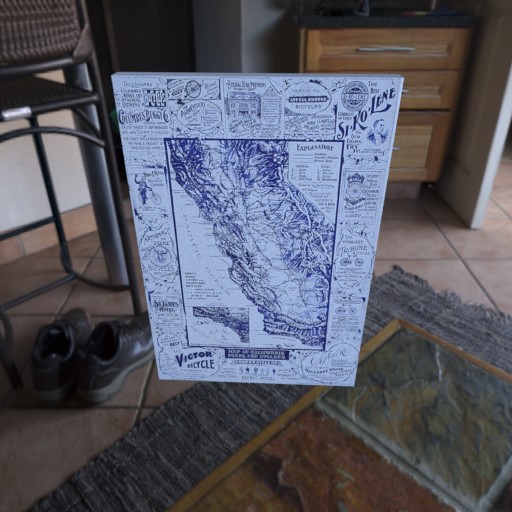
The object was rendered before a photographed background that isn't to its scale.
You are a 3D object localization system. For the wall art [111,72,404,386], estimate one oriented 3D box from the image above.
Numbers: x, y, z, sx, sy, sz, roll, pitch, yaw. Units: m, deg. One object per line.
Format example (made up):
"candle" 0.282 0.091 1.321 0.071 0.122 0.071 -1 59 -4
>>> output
"wall art" 0.000 0.000 0.983 0.511 0.753 0.039 1 31 2
